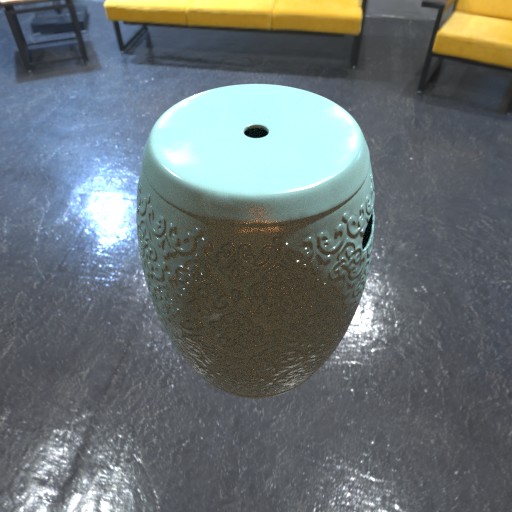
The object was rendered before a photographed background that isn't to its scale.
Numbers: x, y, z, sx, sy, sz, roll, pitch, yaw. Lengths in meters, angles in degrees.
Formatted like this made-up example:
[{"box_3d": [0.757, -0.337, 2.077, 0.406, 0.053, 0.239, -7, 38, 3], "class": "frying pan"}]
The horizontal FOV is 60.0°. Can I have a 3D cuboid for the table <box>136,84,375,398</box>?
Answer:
[{"box_3d": [0.000, 0.000, 0.624, 0.309, 0.397, 0.309, 0, 46, 0], "class": "table"}]
